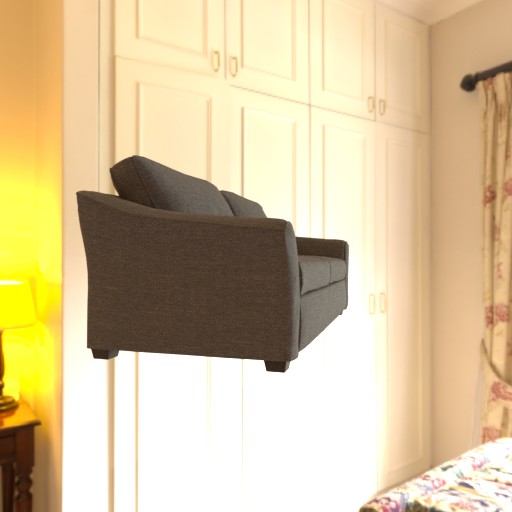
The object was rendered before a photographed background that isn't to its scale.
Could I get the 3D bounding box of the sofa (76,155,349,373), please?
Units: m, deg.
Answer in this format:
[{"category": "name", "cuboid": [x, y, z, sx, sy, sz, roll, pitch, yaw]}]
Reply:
[{"category": "sofa", "cuboid": [0.000, 0.000, 2.846, 0.971, 0.950, 2.270, 0, 0, 18]}]
